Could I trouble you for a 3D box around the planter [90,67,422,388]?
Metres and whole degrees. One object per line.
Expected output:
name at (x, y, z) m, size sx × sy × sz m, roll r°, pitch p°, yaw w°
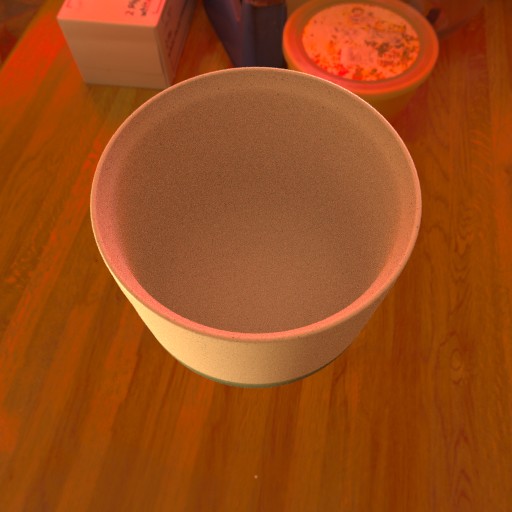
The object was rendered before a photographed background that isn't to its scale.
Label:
planter at (0.000, 0.000, 0.479) m, size 0.268 × 0.270 × 0.268 m, roll 0°, pitch 64°, yaw 0°
